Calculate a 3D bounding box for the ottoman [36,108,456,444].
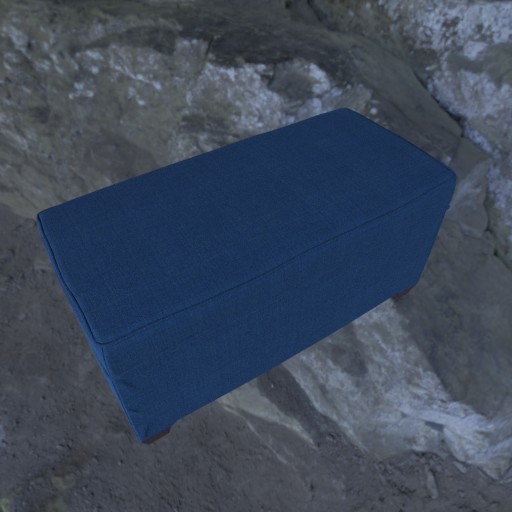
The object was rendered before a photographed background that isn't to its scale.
[{"bbox_3d":[0.000,0.000,1.202,0.943,0.474,0.474,-25,50,-22],"label":"ottoman"}]
